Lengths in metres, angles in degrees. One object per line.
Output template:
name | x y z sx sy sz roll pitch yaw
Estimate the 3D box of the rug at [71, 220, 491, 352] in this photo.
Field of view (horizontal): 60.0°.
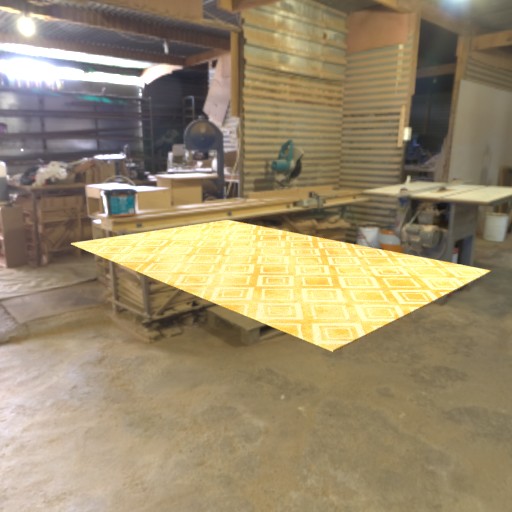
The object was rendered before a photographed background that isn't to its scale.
rug | 0.000 0.000 2.950 1.511 0.010 2.424 -13 19 -42
